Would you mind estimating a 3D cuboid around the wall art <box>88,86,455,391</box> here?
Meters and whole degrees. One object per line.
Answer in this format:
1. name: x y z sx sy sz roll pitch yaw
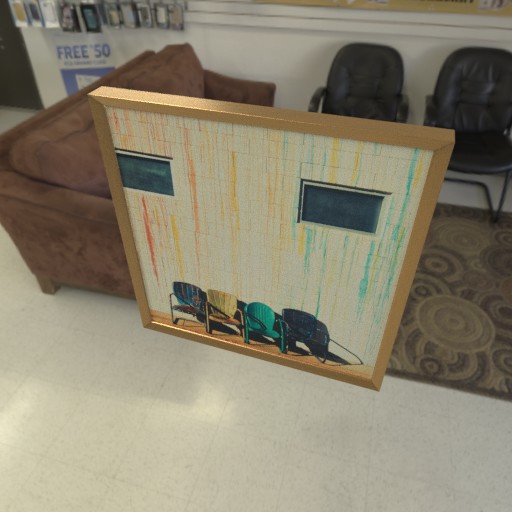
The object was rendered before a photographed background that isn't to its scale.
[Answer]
1. wall art: 0.000 0.000 0.755 0.505 0.505 0.037 12 41 14
